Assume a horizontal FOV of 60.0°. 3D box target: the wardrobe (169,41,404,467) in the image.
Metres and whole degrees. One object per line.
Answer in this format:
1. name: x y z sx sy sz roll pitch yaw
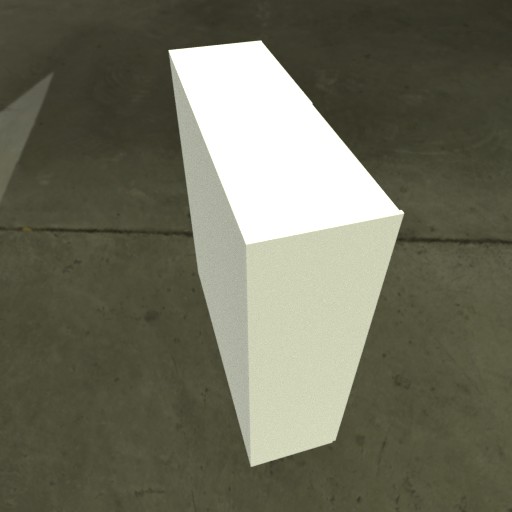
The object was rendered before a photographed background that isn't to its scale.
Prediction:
1. wardrobe: 0.000 0.000 2.899 0.600 2.020 1.830 -12 46 -11
